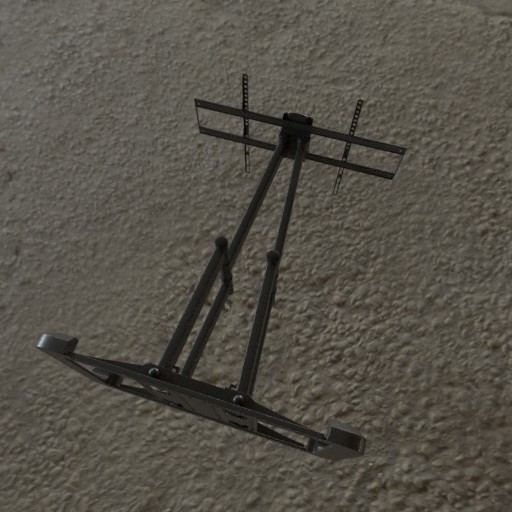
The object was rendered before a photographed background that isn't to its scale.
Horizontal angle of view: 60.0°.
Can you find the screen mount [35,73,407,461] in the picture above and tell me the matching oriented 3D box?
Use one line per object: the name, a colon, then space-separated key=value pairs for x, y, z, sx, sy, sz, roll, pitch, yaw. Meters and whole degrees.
screen mount: x=0.000 y=0.000 z=1.294 sx=0.725 sy=0.483 sz=0.905 roll=15 pitch=65 yaw=8
